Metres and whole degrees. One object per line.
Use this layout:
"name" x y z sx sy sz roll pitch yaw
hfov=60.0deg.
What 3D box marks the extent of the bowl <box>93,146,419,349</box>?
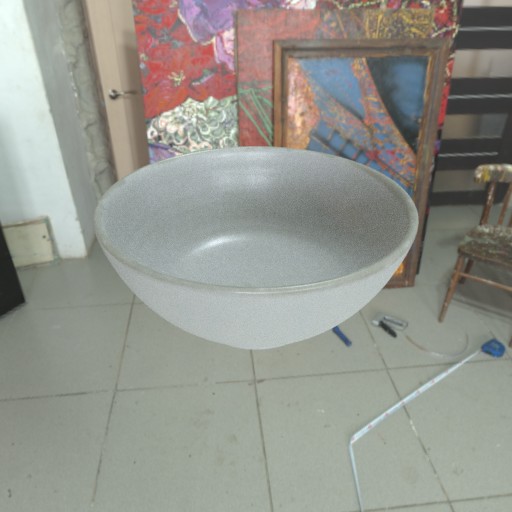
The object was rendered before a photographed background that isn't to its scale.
"bowl" 0.000 0.000 0.413 0.268 0.121 0.268 0 33 0
